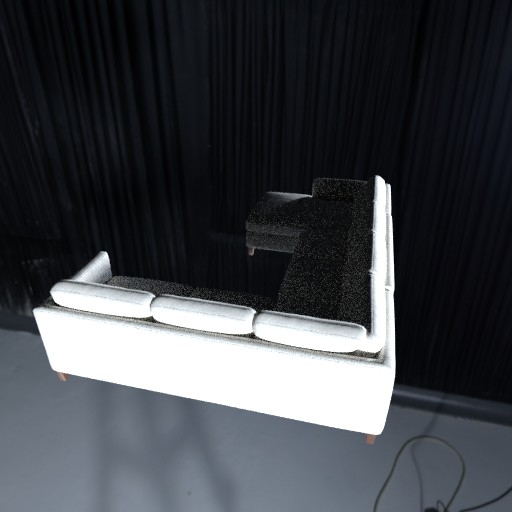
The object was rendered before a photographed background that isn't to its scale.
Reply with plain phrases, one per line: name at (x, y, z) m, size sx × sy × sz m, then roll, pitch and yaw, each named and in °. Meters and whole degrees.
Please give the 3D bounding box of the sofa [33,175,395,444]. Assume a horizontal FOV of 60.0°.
sofa at (0.000, 0.000, 4.375) m, size 2.551 × 0.853 × 3.238 m, roll 7°, pitch 31°, yaw 12°
